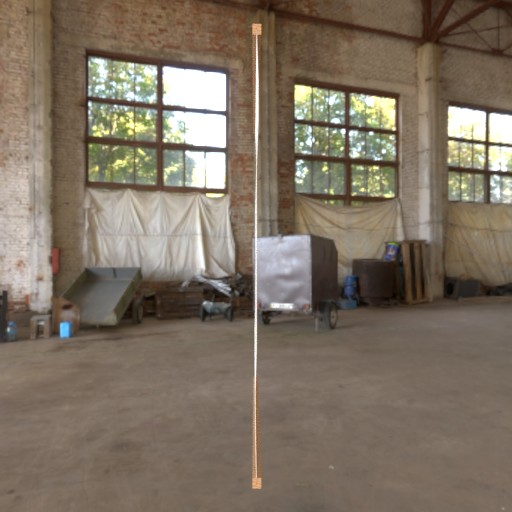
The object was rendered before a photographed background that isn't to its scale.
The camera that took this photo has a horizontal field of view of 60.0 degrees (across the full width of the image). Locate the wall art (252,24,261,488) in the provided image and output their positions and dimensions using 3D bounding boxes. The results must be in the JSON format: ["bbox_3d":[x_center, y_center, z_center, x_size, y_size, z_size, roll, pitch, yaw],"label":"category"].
[{"bbox_3d":[0.000,0.000,0.685,0.010,0.507,0.404,0,0,0],"label":"wall art"}]
